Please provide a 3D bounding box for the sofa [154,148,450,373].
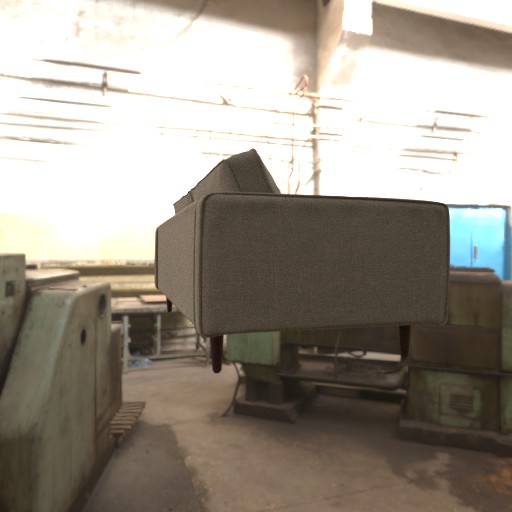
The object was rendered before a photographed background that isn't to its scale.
[{"bbox_3d":[0.000,0.000,2.324,0.914,0.762,1.879,0,1,-17],"label":"sofa"}]
